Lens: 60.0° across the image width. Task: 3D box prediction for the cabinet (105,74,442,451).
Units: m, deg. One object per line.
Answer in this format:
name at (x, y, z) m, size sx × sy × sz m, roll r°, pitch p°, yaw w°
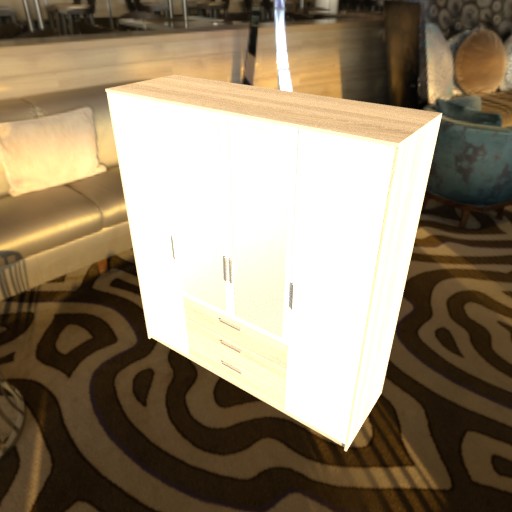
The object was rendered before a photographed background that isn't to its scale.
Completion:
cabinet at (0.000, 0.000, 3.031) m, size 1.870 × 2.060 × 0.620 m, roll 21°, pitch 37°, yaw 30°
